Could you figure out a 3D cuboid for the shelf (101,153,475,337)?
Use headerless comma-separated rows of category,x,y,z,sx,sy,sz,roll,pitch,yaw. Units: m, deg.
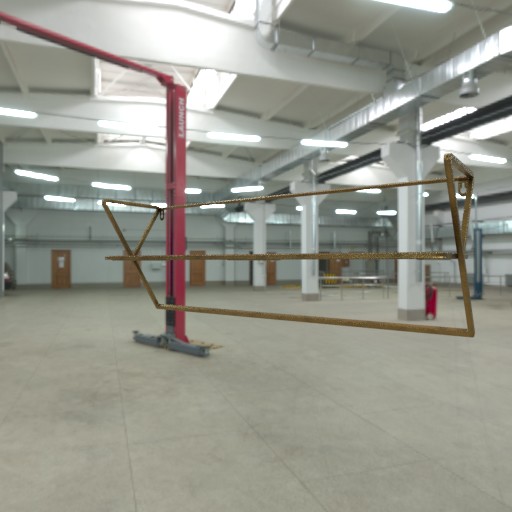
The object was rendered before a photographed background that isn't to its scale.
shelf,0.000,0.000,0.746,0.645,0.229,0.150,-1,-1,36
